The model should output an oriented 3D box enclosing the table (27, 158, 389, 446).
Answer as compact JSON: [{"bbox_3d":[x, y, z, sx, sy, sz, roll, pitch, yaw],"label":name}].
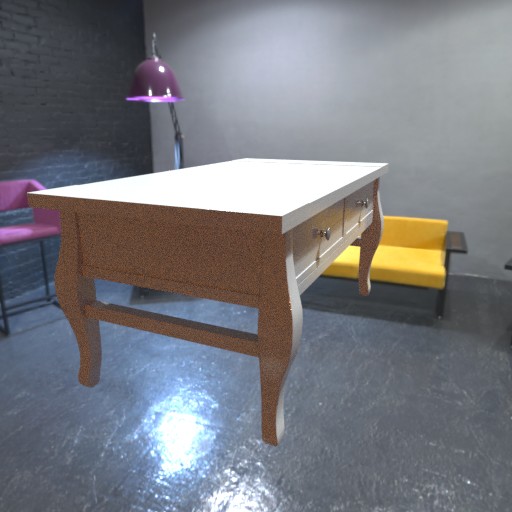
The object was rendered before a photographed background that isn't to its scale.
[{"bbox_3d":[0.000,0.000,1.357,0.600,0.495,1.062,8,18,24],"label":"table"}]
